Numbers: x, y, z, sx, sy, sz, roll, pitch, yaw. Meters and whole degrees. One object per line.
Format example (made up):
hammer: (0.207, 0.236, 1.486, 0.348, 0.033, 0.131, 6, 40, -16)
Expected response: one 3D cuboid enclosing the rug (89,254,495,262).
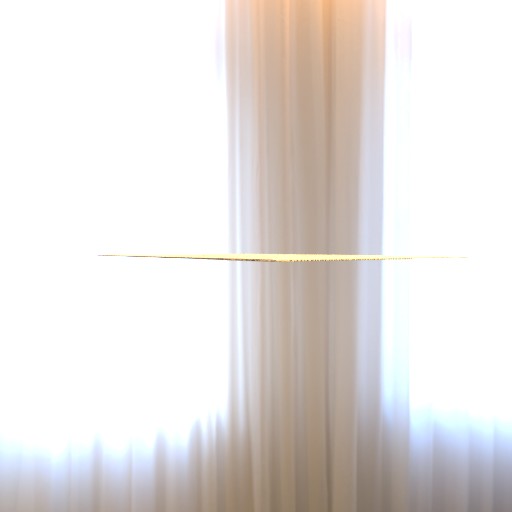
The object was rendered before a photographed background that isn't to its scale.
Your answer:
rug: (0.000, 0.000, 4.185, 2.143, 0.015, 3.422, -1, 1, -36)
